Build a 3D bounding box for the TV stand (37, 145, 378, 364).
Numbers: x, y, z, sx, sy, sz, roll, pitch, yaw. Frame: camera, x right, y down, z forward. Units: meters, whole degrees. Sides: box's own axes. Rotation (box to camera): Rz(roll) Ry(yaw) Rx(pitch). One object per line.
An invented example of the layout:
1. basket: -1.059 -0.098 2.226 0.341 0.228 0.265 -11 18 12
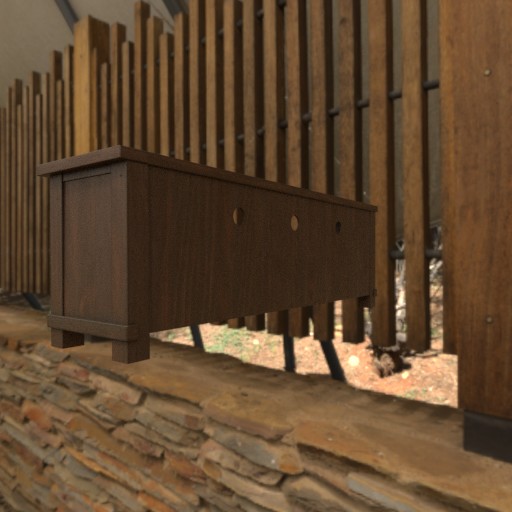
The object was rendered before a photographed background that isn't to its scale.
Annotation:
1. TV stand: 0.000 0.000 2.110 0.471 0.615 1.866 0 0 37
